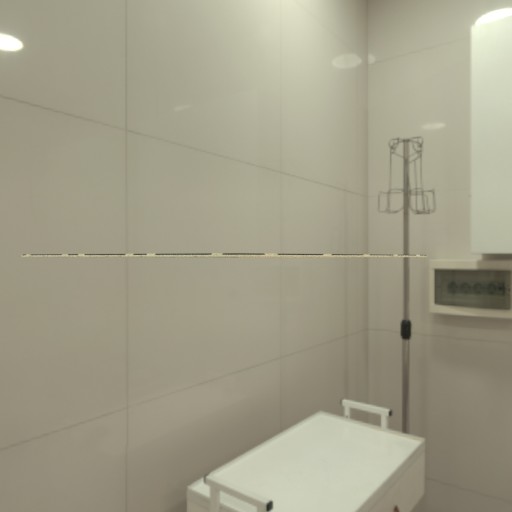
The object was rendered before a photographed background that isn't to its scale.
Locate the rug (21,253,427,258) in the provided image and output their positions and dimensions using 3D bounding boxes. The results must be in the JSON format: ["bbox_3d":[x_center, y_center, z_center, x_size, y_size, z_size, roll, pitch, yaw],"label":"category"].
[{"bbox_3d":[0.000,0.000,2.917,1.555,0.016,2.286,0,0,37],"label":"rug"}]
